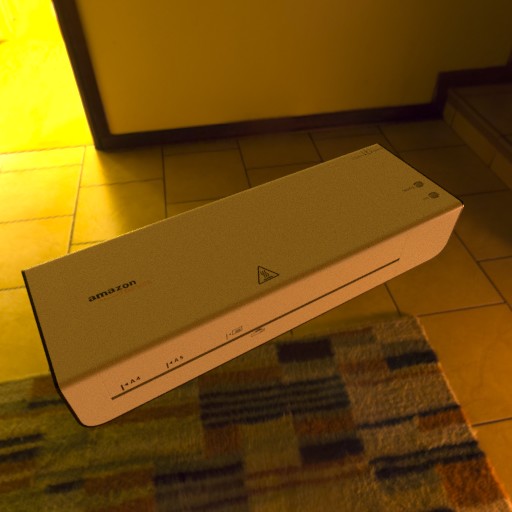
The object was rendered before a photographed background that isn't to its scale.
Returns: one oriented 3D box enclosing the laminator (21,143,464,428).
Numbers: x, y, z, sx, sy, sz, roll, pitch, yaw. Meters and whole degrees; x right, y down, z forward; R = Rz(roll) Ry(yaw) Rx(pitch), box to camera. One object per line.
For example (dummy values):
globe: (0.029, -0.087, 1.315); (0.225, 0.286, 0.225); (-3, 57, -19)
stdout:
laminator: (0.000, 0.000, 0.375); (0.340, 0.062, 0.123); (-23, 50, -21)
